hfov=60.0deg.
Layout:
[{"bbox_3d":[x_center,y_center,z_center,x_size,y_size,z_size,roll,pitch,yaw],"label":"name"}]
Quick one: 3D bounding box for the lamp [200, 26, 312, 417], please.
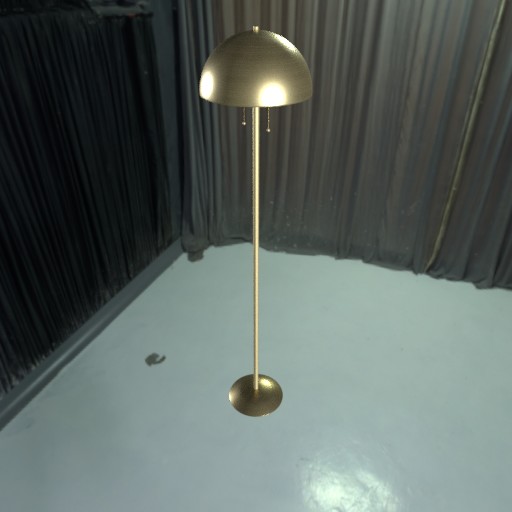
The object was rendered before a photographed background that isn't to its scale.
[{"bbox_3d":[0.000,0.000,1.603,0.328,1.480,0.328,10,34,15],"label":"lamp"}]
